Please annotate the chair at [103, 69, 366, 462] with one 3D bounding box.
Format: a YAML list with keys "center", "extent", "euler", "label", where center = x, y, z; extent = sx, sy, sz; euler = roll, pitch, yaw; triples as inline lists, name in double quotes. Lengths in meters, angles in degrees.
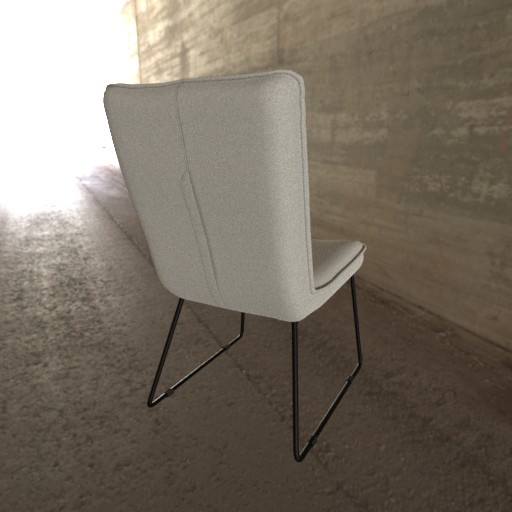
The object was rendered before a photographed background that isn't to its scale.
- center: [0.000, 0.000, 1.313]
  extent: [0.515, 0.930, 0.688]
  euler: [8, 17, 27]
  label: "chair"
